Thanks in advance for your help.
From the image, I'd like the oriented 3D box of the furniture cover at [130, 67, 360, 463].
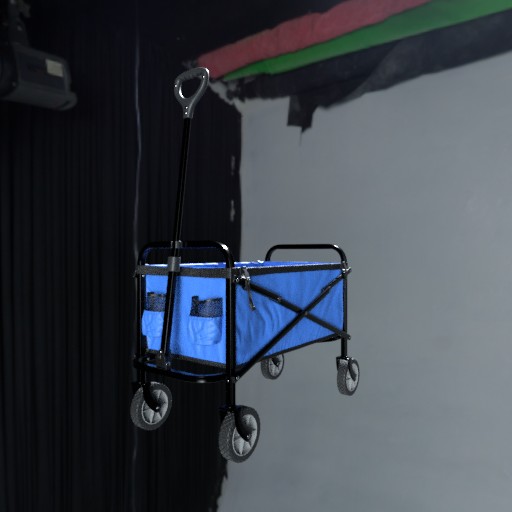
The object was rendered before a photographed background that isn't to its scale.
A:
[{"bbox_3d":[0.000,0.000,1.837,0.532,1.295,1.038,0,1,37],"label":"furniture cover"}]
